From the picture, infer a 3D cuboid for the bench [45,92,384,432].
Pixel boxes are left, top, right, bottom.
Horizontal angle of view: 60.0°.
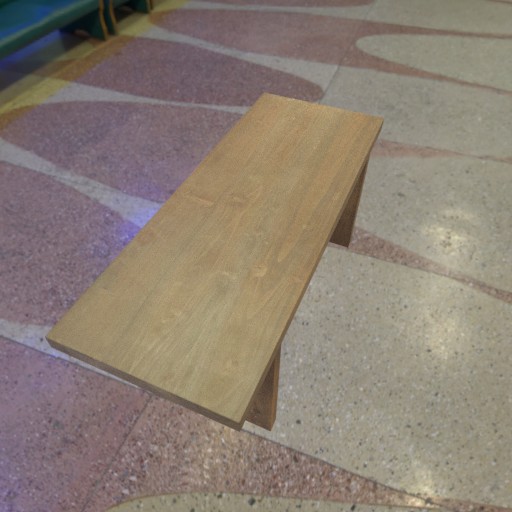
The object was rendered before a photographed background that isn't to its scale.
[{"bbox_3d":[0.000,0.000,1.414,0.458,0.458,1.183,18,50,16],"label":"bench"}]
